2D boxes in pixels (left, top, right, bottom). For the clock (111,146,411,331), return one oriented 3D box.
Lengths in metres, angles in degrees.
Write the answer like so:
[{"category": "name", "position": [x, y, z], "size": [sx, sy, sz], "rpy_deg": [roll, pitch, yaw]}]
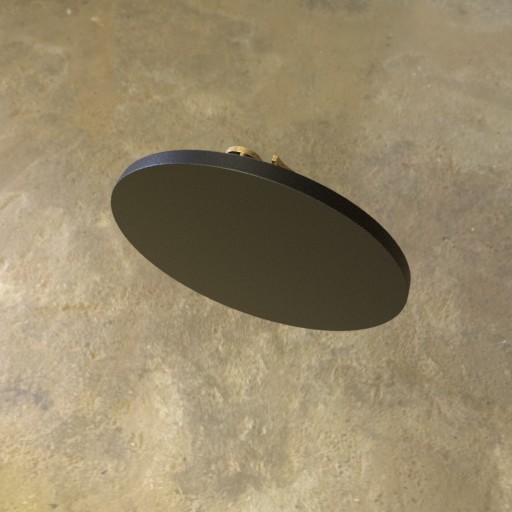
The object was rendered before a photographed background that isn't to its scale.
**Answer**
[{"category": "clock", "position": [0.000, 0.000, 0.679], "size": [0.454, 0.454, 0.038], "rpy_deg": [17, 64, 8]}]
